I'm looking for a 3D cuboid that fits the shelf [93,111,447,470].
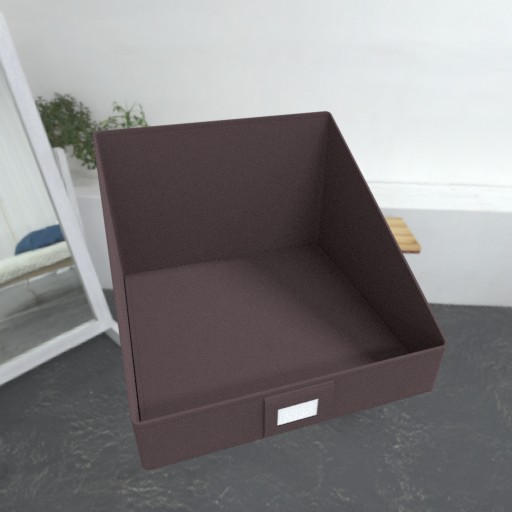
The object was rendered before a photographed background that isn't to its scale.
[{"bbox_3d":[0.000,0.000,0.472,0.292,0.210,0.292,-10,34,-15],"label":"shelf"}]
